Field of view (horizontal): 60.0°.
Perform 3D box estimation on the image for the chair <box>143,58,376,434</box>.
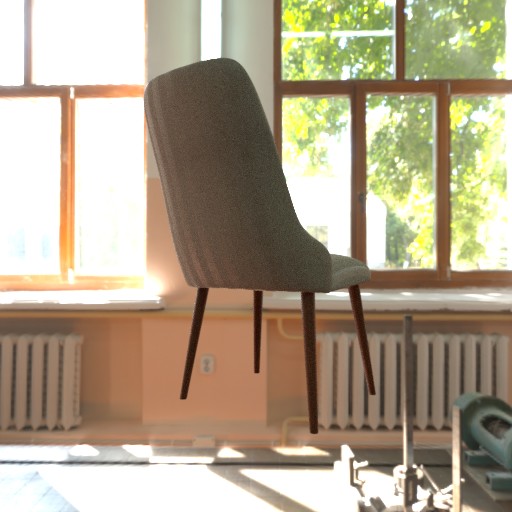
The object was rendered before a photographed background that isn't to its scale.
[{"bbox_3d":[0.000,0.000,1.350,0.526,0.917,0.684,0,-1,36],"label":"chair"}]
